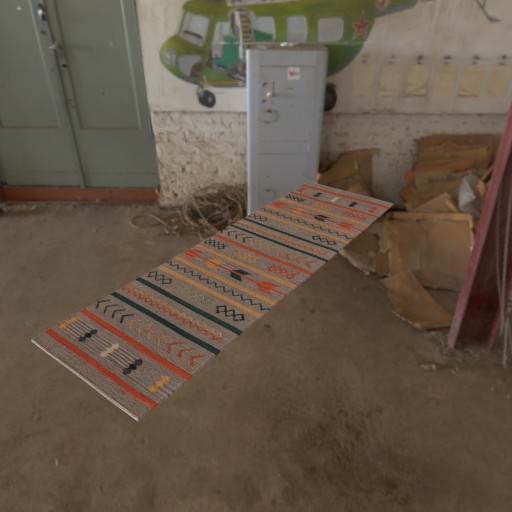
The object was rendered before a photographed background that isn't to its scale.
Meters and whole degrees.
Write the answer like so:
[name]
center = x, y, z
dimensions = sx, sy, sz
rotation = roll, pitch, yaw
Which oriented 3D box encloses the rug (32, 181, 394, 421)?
[rug]
center = 0.000, 0.000, 2.653
dimensions = 0.744, 0.022, 2.419
rotation = 21, 37, 31
